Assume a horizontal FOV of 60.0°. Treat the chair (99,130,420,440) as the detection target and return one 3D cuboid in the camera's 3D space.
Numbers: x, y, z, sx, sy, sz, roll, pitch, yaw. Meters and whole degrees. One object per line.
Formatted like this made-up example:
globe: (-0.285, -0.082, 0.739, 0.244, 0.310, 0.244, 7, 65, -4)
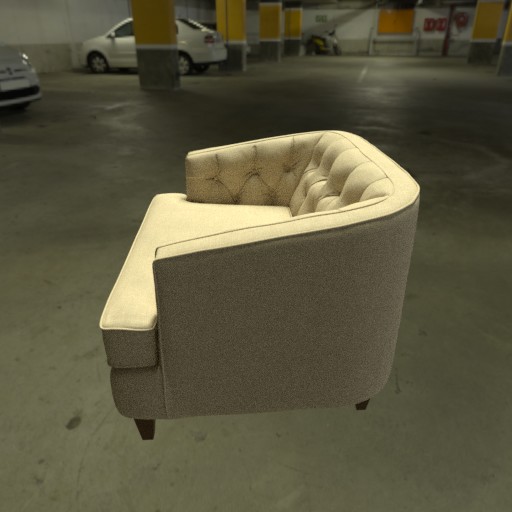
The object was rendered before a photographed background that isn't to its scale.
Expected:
chair: (0.000, 0.000, 1.695, 0.914, 0.787, 1.118, -1, 27, -3)
